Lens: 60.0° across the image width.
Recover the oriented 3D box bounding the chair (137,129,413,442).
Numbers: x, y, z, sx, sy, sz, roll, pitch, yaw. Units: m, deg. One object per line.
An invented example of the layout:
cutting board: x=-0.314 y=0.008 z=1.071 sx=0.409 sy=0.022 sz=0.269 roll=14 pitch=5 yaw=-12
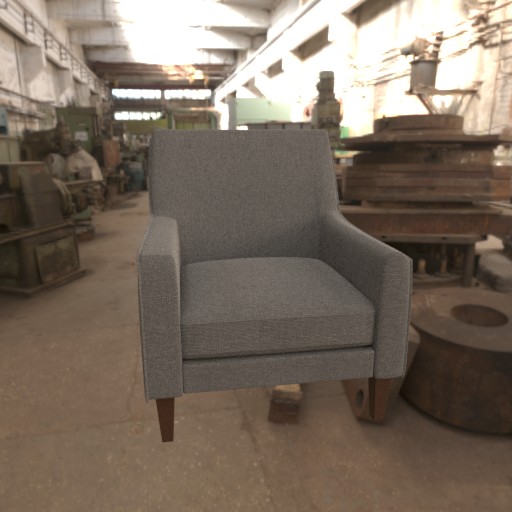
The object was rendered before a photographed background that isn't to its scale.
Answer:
chair: x=0.000 y=0.000 z=1.633 sx=0.780 sy=0.919 sz=0.899 roll=-2 pitch=15 yaw=-9
